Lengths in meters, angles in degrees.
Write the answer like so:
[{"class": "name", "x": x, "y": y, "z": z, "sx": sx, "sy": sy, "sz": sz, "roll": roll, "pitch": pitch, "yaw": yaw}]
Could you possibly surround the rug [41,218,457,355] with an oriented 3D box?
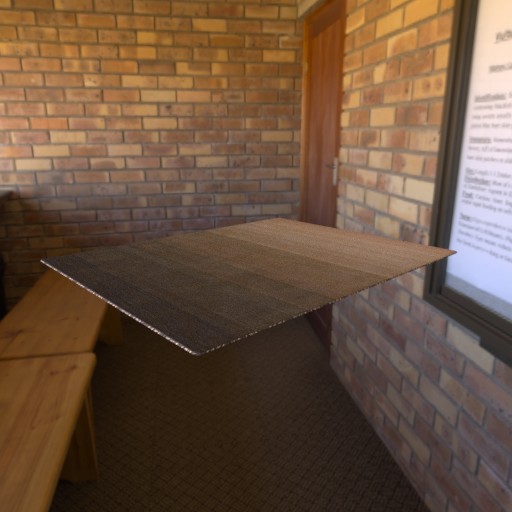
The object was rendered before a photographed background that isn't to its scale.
[{"class": "rug", "x": 0.000, "y": 0.000, "z": 3.912, "sx": 2.902, "sy": 0.017, "sz": 2.305, "roll": -14, "pitch": 21, "yaw": -41}]
